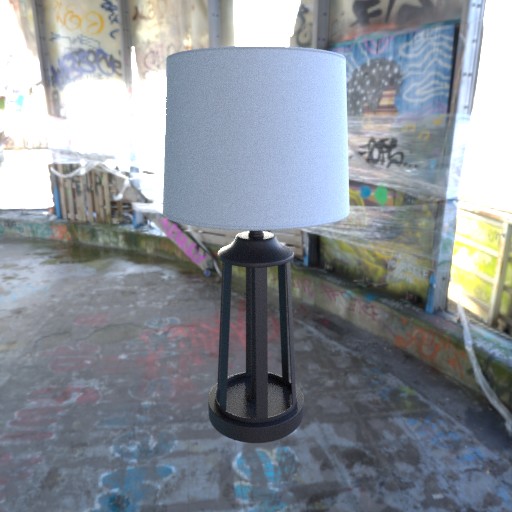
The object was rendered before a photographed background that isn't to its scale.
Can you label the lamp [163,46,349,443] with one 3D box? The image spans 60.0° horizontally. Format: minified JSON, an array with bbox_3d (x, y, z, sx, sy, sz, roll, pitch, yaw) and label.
[{"bbox_3d":[0.000,0.000,0.626,0.251,0.509,0.251,0,17,0],"label":"lamp"}]
